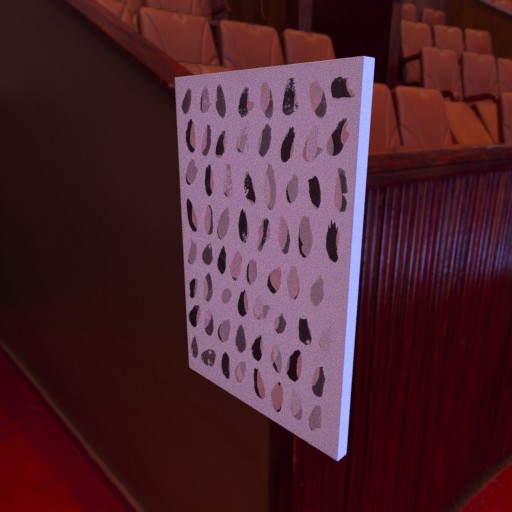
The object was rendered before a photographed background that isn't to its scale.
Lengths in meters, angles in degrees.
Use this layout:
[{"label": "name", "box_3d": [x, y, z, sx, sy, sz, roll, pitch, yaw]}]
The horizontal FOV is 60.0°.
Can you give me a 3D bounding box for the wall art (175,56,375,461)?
[{"label": "wall art", "box_3d": [0.000, 0.000, 1.175, 0.037, 0.916, 0.610, -16, 23, -42]}]
